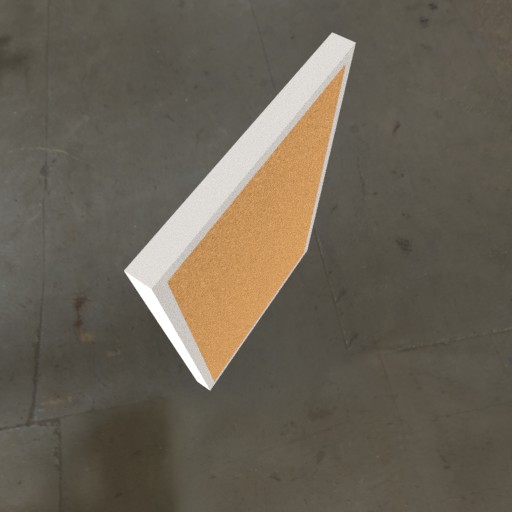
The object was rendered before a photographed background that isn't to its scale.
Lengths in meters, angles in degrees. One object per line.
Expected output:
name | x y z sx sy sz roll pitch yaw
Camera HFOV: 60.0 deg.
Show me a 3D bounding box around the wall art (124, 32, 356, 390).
wall art | 0.000 0.000 0.846 0.038 0.657 0.450 31 68 14
